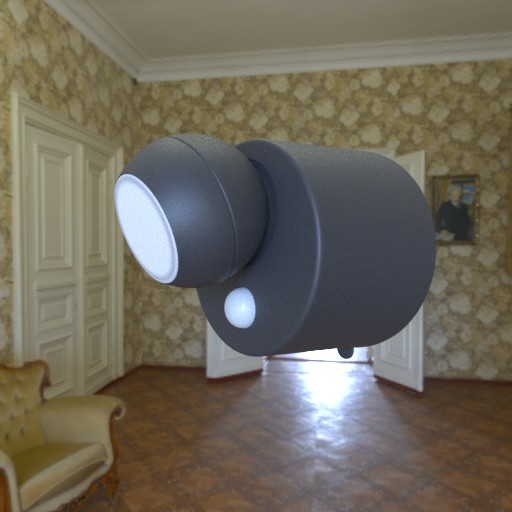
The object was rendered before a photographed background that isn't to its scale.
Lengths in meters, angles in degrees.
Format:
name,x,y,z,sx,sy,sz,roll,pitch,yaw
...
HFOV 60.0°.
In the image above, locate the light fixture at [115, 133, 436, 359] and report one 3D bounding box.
name,x,y,z,sx,sy,sz,roll,pitch,yaw
light fixture,0.000,0.000,0.260,0.160,0.143,0.134,0,0,-37
